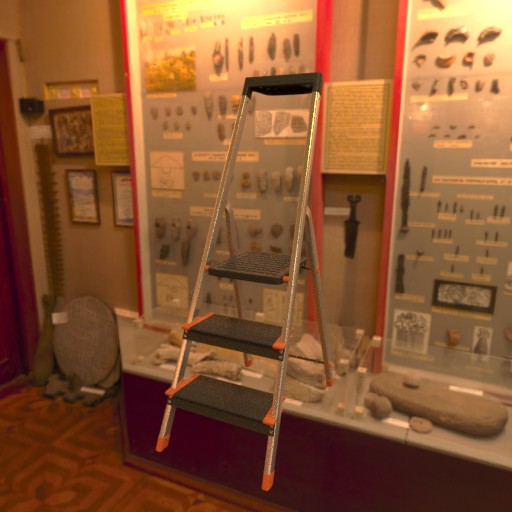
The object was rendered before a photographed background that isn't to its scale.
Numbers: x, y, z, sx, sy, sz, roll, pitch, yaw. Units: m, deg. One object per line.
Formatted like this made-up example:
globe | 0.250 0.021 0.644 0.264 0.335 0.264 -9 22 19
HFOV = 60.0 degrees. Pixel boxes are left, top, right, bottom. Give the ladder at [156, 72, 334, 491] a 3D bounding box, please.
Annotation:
ladder | 0.000 0.000 1.539 0.416 1.229 0.686 7 16 25
